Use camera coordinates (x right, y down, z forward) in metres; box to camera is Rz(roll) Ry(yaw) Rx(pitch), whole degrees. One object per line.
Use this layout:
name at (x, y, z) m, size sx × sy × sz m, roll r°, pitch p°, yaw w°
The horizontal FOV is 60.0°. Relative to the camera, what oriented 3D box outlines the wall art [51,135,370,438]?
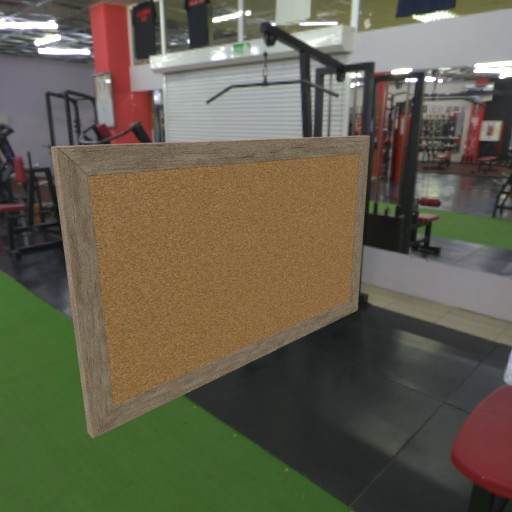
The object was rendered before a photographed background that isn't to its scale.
wall art at (0.000, 0.000, 0.944) m, size 0.780 × 0.480 × 0.021 m, roll -15°, pitch 23°, yaw -41°
